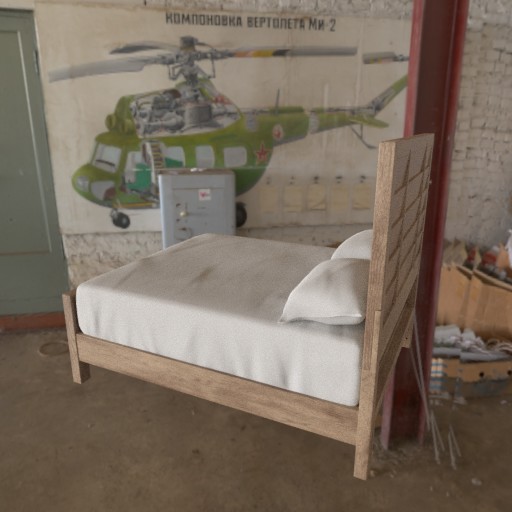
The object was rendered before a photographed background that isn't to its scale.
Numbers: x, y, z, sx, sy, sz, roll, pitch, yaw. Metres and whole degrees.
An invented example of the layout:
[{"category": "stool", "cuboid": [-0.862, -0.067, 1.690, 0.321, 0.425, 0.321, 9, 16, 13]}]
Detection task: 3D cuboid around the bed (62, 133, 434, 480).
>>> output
[{"category": "bed", "cuboid": [0.000, 0.000, 3.083, 2.017, 1.631, 1.615, 8, 18, 25]}]
